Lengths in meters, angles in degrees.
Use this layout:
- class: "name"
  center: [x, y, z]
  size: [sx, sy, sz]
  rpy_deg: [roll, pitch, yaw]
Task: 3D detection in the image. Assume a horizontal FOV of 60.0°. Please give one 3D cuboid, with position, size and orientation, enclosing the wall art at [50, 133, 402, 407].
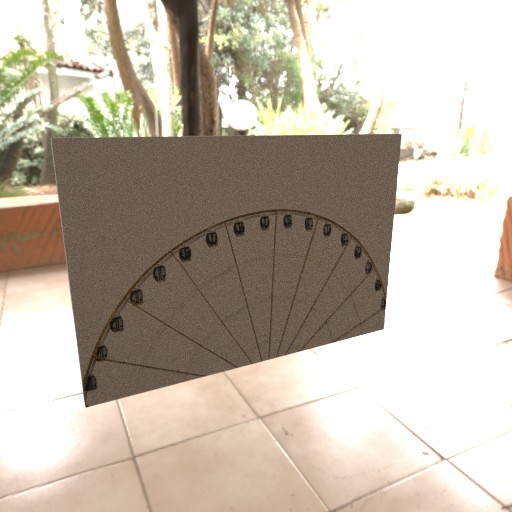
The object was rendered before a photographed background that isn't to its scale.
- class: "wall art"
  center: [0.000, 0.000, 1.145]
  size: [0.898, 0.601, 0.038]
  rpy_deg: [-8, 18, -26]
